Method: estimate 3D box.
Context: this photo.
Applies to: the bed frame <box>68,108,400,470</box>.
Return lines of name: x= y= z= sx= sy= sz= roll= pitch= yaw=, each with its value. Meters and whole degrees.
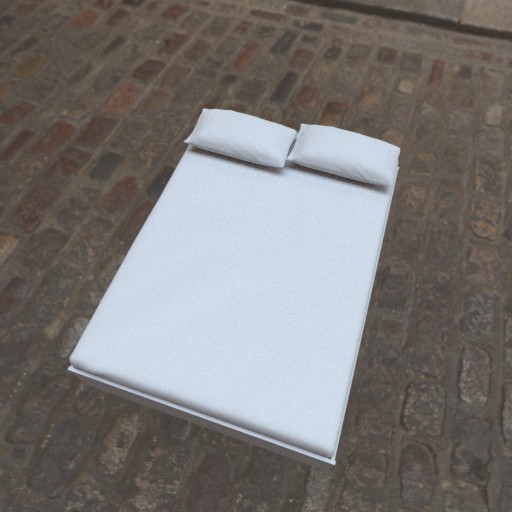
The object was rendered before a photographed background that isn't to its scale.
bed frame: x=0.000 y=0.000 z=2.692 sx=1.450 sy=0.629 sz=1.950 roll=16 pitch=61 yaw=9
